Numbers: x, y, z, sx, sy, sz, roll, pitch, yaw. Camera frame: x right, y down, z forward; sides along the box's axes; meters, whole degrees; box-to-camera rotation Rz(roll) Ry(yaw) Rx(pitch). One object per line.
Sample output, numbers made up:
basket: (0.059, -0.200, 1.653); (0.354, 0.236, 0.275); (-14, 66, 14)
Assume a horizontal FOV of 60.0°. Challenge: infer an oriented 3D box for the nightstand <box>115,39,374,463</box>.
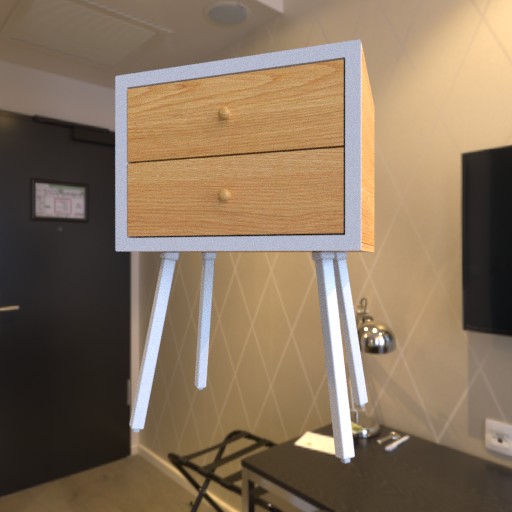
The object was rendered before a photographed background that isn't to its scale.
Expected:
nightstand: (0.000, 0.000, 0.811); (0.400, 0.601, 0.316); (0, 0, 18)
